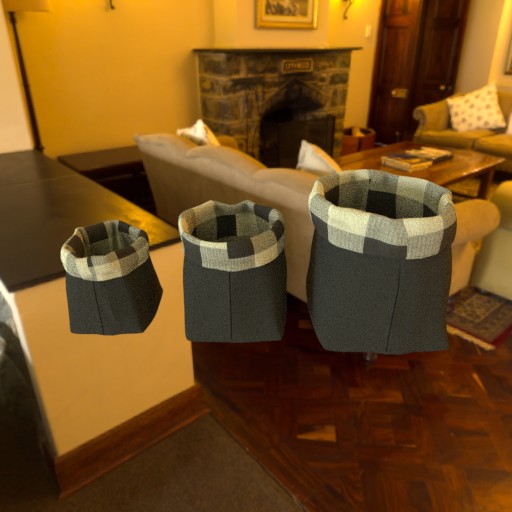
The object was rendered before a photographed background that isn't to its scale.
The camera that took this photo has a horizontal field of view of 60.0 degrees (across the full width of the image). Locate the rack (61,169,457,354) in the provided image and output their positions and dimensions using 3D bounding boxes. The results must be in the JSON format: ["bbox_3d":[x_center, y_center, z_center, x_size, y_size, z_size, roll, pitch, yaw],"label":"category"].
[{"bbox_3d":[0.000,0.000,1.037,0.889,0.329,0.370,0,26,1],"label":"rack"}]
